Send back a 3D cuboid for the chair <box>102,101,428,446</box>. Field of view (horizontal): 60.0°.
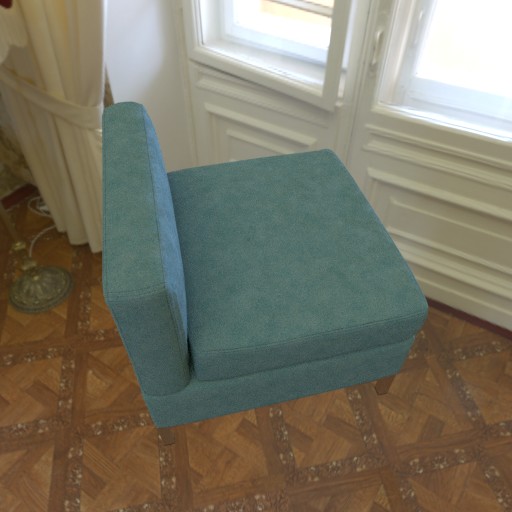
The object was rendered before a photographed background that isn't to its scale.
[{"bbox_3d":[0.000,0.000,1.215,0.685,0.660,0.684,-10,48,-9],"label":"chair"}]
